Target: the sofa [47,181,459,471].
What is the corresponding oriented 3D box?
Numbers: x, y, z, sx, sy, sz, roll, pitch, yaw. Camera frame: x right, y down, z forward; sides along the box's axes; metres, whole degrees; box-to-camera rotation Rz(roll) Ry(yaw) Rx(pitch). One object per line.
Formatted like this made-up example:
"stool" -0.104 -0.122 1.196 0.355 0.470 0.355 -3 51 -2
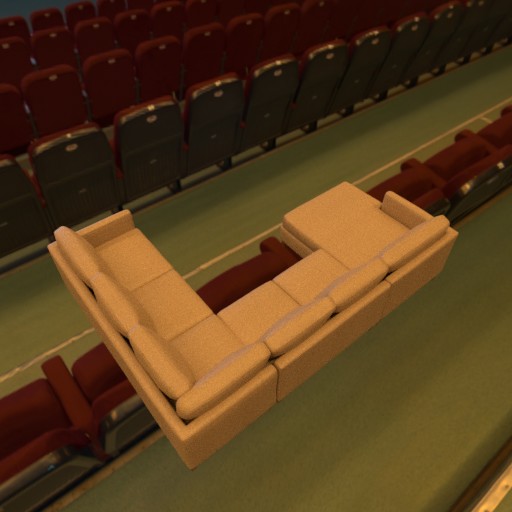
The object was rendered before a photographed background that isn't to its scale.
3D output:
"sofa" 0.000 0.000 4.756 3.460 0.961 2.594 -31 54 -25
